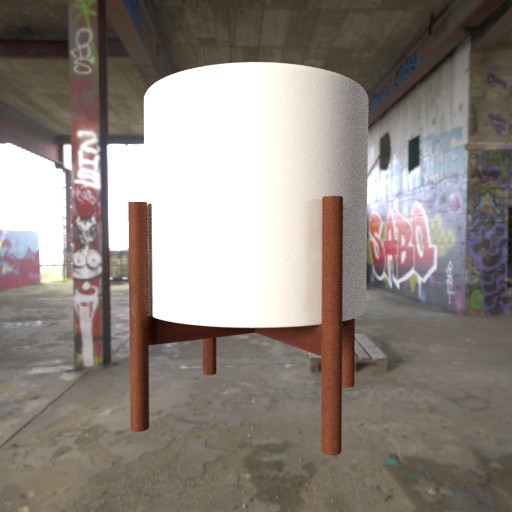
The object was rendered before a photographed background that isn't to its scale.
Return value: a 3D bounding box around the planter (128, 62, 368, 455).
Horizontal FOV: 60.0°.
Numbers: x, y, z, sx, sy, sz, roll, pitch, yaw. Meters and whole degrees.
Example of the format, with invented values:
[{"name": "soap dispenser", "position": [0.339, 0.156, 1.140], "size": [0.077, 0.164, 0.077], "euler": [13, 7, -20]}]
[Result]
[{"name": "planter", "position": [0.000, 0.000, 0.864], "size": [0.421, 0.581, 0.420], "euler": [1, 2, 18]}]
